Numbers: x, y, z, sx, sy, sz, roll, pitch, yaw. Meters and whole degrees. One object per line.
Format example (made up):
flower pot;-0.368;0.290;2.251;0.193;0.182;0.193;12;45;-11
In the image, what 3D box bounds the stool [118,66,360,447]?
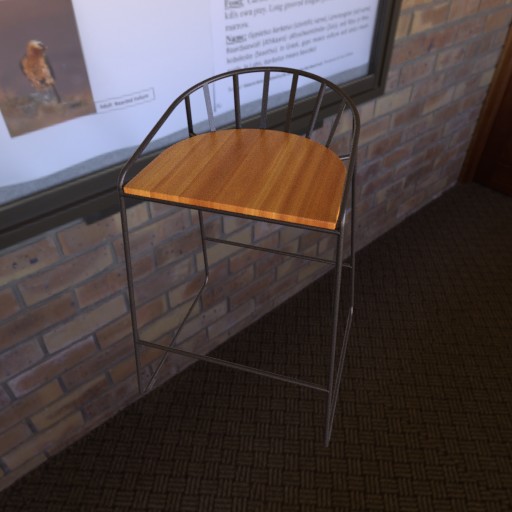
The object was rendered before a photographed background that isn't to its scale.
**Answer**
stool;0.000;0.000;1.148;0.546;0.812;0.521;11;42;13
